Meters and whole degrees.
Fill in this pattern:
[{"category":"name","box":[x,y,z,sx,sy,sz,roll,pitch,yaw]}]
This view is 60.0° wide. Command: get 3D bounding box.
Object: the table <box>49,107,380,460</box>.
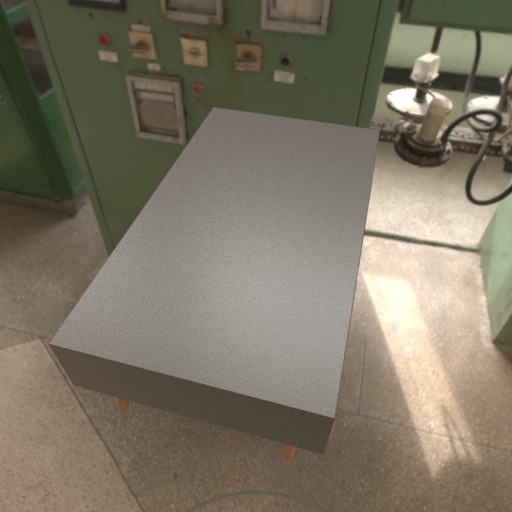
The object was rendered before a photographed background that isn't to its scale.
[{"category":"table","box":[0.000,0.000,1.544,0.703,0.404,1.201,11,47,11]}]
